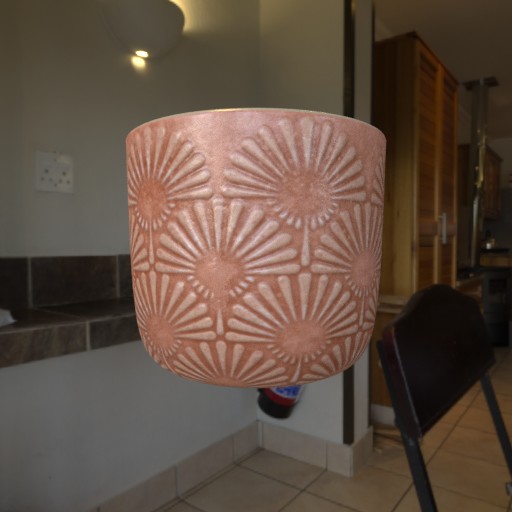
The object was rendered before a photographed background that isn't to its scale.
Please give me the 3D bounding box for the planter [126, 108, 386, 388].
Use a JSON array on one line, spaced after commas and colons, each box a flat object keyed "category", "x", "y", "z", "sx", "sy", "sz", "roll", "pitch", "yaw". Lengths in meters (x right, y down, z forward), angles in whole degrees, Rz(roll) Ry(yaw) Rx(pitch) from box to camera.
[{"category": "planter", "x": 0.000, "y": 0.000, "z": 0.221, "sx": 0.124, "sy": 0.109, "sz": 0.124, "roll": 0, "pitch": 1, "yaw": 0}]
